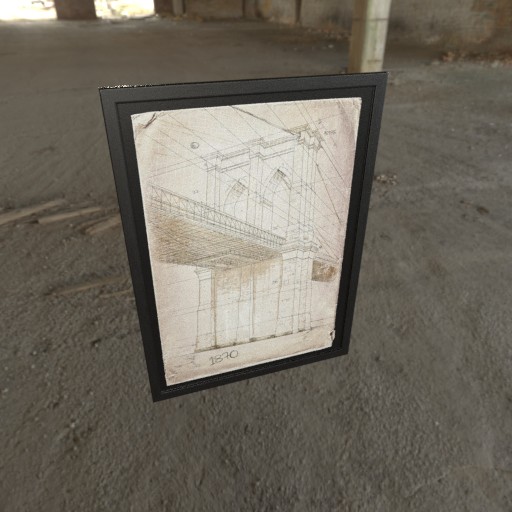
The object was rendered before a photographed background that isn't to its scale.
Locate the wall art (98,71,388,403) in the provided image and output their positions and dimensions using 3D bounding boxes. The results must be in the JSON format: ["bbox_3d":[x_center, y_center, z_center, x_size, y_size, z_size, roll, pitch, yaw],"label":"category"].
[{"bbox_3d":[0.000,0.000,1.288,0.707,0.967,0.013,-10,32,-16],"label":"wall art"}]
